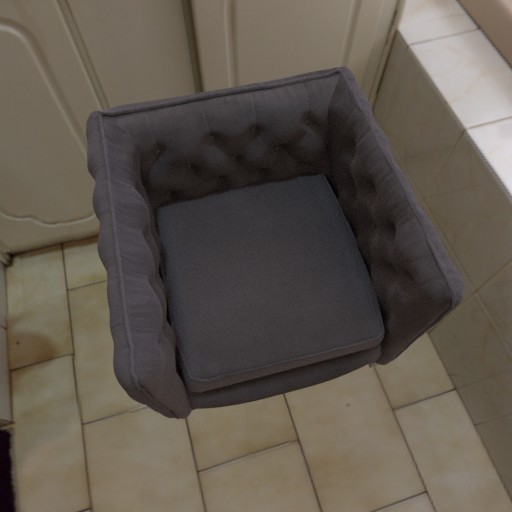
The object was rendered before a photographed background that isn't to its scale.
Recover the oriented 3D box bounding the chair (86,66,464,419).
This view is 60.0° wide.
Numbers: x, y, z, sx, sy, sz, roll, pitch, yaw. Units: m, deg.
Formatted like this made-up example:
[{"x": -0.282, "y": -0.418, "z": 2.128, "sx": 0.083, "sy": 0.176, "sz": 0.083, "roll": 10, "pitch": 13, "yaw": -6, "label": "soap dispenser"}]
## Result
[{"x": 0.000, "y": 0.000, "z": 1.598, "sx": 0.946, "sy": 0.807, "sz": 0.913, "roll": -13, "pitch": 64, "yaw": -7, "label": "chair"}]
